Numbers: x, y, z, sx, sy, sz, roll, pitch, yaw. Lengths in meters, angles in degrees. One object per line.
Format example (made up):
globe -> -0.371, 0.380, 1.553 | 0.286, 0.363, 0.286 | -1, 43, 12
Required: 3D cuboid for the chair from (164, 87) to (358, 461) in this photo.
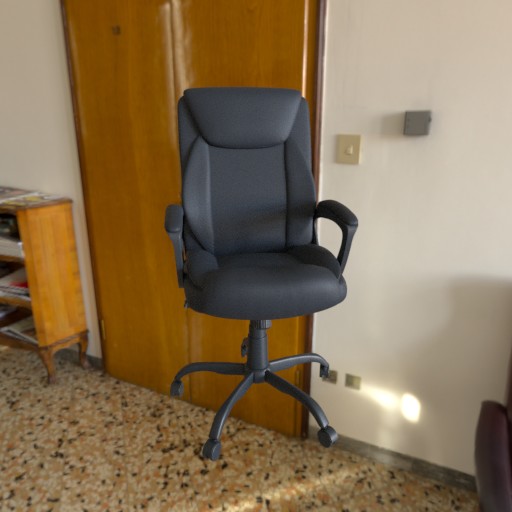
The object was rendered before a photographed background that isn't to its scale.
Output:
chair -> 0.000, 0.000, 1.459 | 0.615, 1.072, 0.655 | -3, 18, -9
